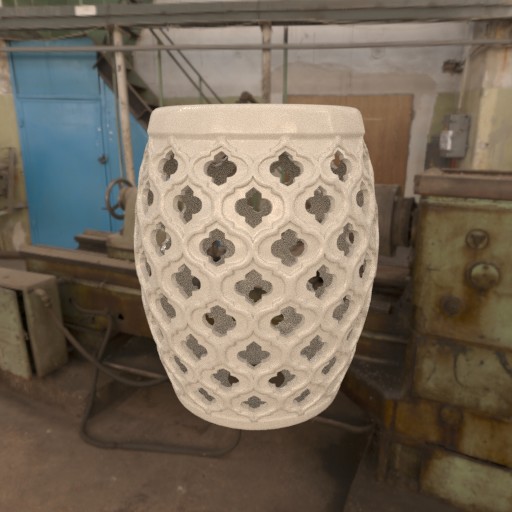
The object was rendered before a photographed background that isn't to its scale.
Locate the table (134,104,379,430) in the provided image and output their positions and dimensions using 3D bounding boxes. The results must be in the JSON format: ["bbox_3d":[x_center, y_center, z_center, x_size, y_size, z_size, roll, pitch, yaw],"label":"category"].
[{"bbox_3d":[0.000,0.000,0.616,0.325,0.388,0.325,0,16,0],"label":"table"}]
